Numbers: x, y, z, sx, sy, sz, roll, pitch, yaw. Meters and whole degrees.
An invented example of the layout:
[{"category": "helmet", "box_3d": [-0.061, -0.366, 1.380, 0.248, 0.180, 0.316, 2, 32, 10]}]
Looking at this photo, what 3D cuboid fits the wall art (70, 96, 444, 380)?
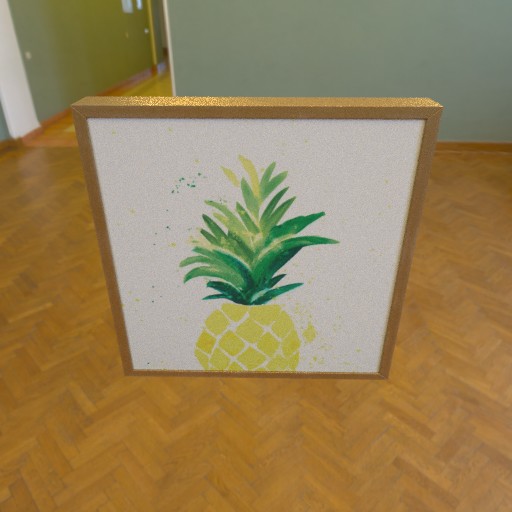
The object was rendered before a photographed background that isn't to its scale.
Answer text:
[{"category": "wall art", "box_3d": [0.000, 0.000, 0.455, 0.306, 0.305, 0.038, 1, 30, 1]}]
